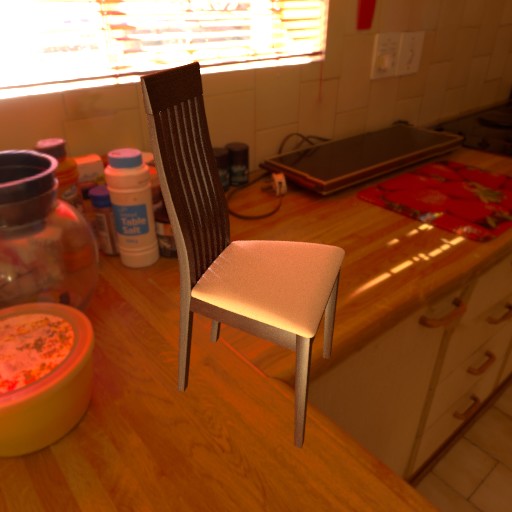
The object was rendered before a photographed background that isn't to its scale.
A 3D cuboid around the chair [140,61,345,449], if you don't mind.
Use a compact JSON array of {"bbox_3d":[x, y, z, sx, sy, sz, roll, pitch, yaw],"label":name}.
[{"bbox_3d":[0.000,0.000,1.331,0.474,1.027,0.460,10,32,17],"label":"chair"}]
